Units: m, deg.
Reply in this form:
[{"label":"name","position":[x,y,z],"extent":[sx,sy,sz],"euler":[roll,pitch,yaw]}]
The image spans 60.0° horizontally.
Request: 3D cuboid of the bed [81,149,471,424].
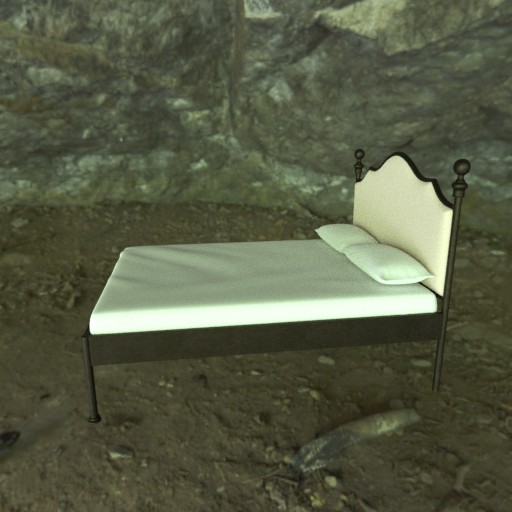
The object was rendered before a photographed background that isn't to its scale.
[{"label":"bed","position":[0.000,0.000,3.290],"extent":[2.224,1.499,1.642],"euler":[-2,16,-9]}]
